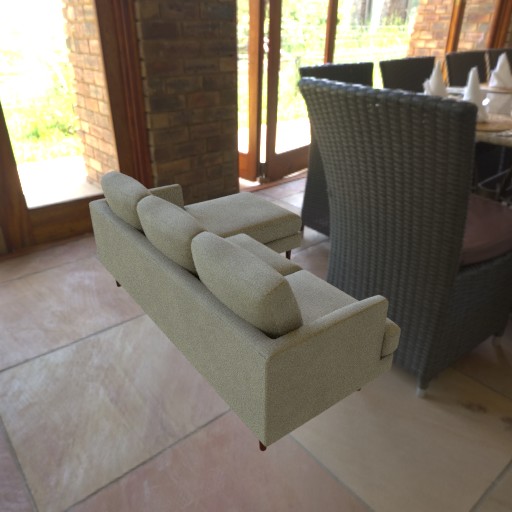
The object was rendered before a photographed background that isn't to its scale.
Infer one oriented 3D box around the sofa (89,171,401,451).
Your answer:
[{"bbox_3d":[0.000,0.000,3.035,1.504,0.956,2.233,-19,33,-32],"label":"sofa"}]
